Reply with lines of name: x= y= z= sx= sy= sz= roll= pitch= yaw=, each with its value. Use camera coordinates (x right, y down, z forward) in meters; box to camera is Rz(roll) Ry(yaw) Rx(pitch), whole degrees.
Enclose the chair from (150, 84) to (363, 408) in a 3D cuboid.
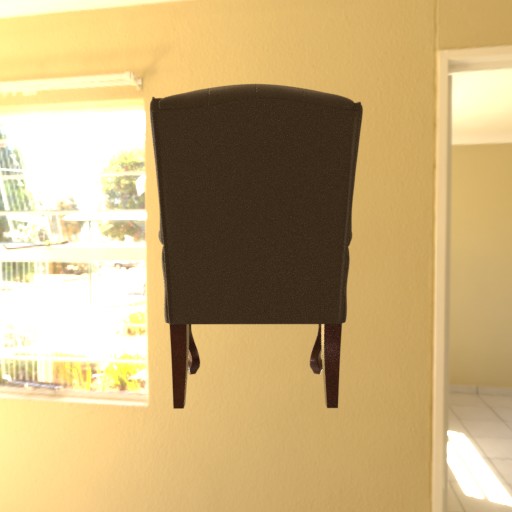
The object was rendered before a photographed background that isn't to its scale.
chair: x=0.000 y=0.000 z=1.792 sx=0.829 sy=1.132 sz=0.819 roll=0 pitch=1 yaw=0
